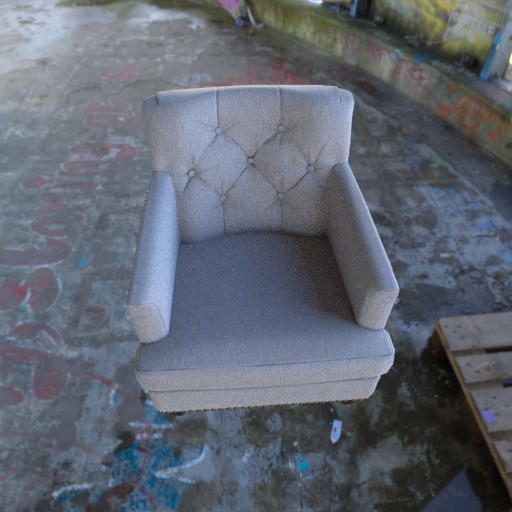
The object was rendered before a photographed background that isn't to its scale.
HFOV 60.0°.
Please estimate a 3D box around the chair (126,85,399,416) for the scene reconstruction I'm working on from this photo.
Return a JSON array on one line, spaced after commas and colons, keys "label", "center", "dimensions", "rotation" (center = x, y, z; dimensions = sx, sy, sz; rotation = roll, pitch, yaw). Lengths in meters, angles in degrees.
[{"label": "chair", "center": [0.000, 0.000, 1.520], "dimensions": [0.737, 0.823, 0.902], "rotation": [-3, 46, -3]}]
